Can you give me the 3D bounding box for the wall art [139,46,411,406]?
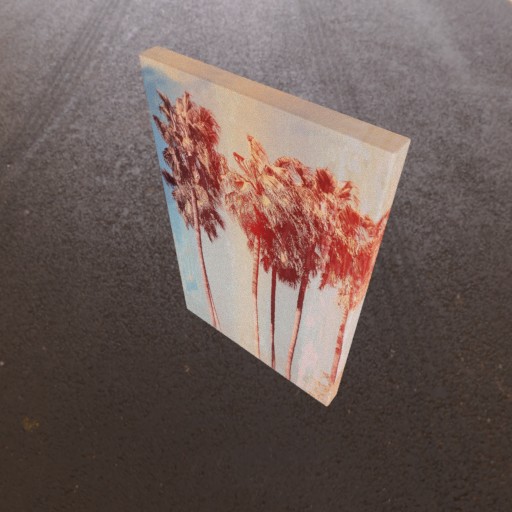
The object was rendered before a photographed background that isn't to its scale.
[{"bbox_3d":[0.000,0.000,0.778,0.401,0.610,0.038,30,54,25],"label":"wall art"}]
